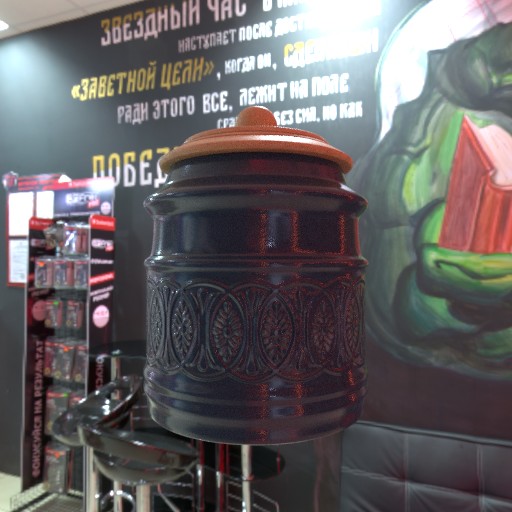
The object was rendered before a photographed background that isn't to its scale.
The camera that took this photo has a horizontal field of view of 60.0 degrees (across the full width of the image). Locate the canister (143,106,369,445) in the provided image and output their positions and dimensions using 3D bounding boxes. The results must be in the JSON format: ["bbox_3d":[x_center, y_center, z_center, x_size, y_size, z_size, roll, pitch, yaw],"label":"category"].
[{"bbox_3d":[0.000,0.000,0.263,0.130,0.176,0.130,0,0,0],"label":"canister"}]
